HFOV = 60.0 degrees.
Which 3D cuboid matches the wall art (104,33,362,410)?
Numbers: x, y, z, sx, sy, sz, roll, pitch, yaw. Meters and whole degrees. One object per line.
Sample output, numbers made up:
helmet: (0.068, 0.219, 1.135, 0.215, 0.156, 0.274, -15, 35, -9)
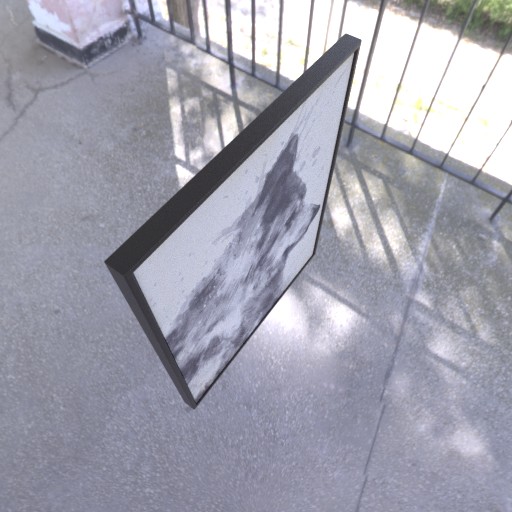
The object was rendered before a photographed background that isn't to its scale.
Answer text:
wall art: (0.000, 0.000, 0.743, 0.028, 0.551, 0.451, 32, 64, 18)
